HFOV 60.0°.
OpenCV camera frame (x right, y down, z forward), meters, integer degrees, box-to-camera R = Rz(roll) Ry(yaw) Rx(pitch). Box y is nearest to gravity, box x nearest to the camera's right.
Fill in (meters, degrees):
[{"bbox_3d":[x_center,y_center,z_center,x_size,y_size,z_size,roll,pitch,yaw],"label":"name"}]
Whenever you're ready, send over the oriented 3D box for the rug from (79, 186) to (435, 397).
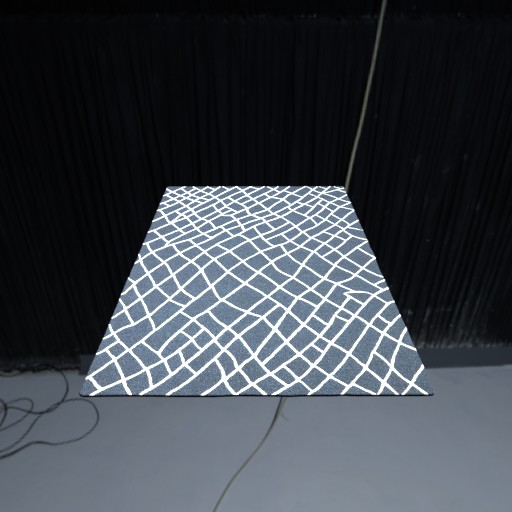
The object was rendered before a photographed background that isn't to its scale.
[{"bbox_3d":[0.000,0.000,2.288,1.223,0.013,1.830,0,31,0],"label":"rug"}]
